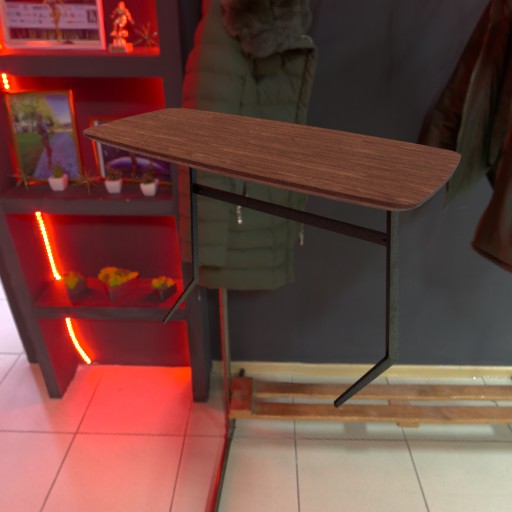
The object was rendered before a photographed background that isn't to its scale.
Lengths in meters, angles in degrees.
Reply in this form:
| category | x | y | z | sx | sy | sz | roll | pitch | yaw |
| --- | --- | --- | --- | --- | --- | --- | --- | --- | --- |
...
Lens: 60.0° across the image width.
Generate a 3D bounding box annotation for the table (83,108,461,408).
| category | x | y | z | sx | sy | sz | roll | pitch | yaw |
| --- | --- | --- | --- | --- | --- | --- | --- | --- | --- |
| table | 0.000 | 0.000 | 1.104 | 0.804 | 0.576 | 0.361 | 19 | 35 | 29 |
